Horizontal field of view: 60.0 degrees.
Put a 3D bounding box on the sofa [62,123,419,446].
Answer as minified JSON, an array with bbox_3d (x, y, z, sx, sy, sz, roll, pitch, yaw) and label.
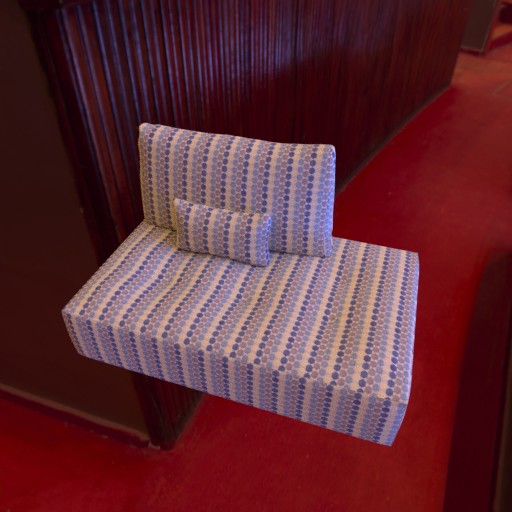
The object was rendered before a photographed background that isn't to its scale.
[{"bbox_3d":[0.000,0.000,1.989,1.450,0.820,1.000,12,41,14],"label":"sofa"}]
